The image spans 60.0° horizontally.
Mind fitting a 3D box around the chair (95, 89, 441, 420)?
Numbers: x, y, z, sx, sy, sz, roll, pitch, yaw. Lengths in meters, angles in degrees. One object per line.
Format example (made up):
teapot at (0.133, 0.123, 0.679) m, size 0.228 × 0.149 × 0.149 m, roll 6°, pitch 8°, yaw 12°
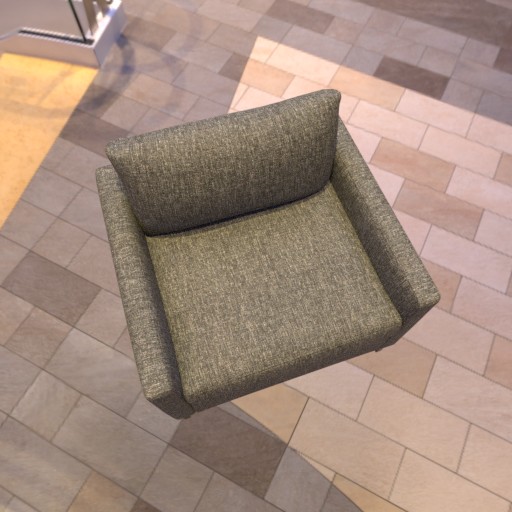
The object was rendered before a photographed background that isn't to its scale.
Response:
chair at (0.000, 0.000, 1.635) m, size 0.963 × 0.861 × 0.866 m, roll -17°, pitch 64°, yaw -8°
